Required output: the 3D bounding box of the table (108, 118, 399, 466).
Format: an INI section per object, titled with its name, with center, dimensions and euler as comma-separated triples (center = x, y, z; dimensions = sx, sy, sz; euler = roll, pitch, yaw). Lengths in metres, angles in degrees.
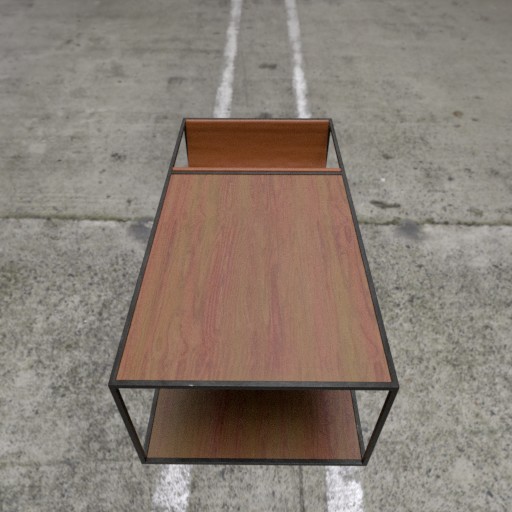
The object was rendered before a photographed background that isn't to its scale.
[table]
center = 0.000, 0.000, 1.477
dimensions = 0.597, 0.403, 1.199
euler = 0, 43, 0
